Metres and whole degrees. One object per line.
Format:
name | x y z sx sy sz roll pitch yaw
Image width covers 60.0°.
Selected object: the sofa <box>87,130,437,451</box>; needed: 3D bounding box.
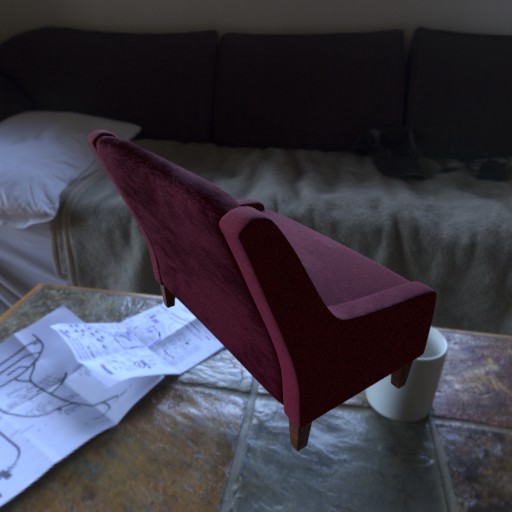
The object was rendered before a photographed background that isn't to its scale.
sofa | 0.000 0.000 1.913 0.946 0.976 1.242 -18 32 -30
